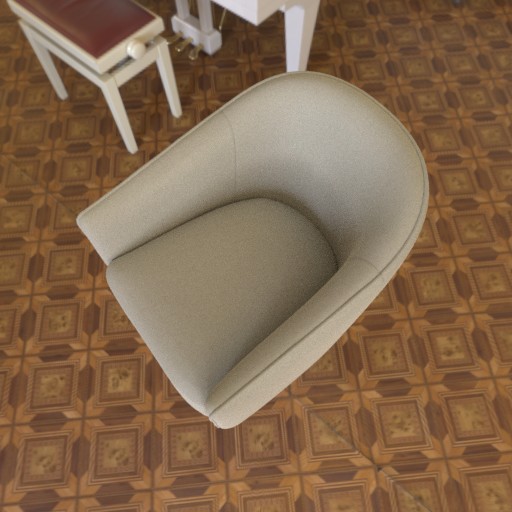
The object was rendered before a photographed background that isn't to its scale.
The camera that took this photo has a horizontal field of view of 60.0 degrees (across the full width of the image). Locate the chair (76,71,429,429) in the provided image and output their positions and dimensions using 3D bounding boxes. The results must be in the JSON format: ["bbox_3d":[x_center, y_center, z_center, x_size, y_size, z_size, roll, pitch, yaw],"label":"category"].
[{"bbox_3d":[0.000,0.000,1.434,0.875,0.799,0.747,-34,68,-16],"label":"chair"}]
